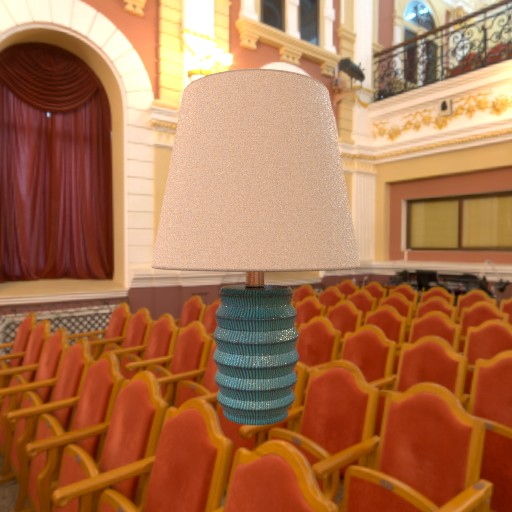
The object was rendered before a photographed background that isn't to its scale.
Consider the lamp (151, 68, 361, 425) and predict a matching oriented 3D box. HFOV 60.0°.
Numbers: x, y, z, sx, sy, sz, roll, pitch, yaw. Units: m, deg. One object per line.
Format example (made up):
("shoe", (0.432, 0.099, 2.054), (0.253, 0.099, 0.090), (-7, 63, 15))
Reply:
("lamp", (0.000, 0.000, 0.552), (0.254, 0.392, 0.254), (0, 1, 0))
